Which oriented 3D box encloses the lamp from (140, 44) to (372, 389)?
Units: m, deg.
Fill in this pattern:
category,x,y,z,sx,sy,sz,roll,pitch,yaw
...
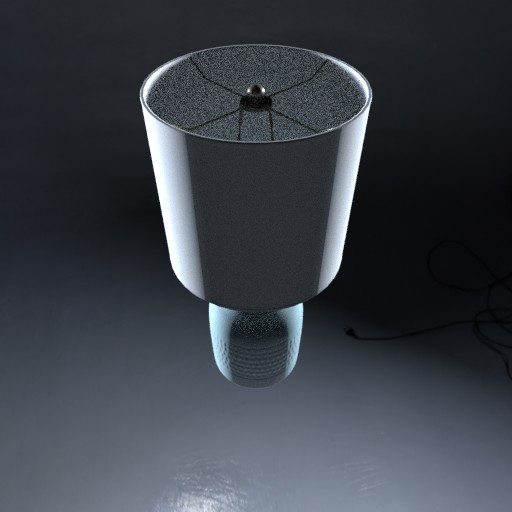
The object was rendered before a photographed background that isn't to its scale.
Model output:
category,x,y,z,sx,sy,sz,roll,pitch,yaw
lamp,0.000,0.000,1.114,0.418,0.871,0.418,-3,44,-3
